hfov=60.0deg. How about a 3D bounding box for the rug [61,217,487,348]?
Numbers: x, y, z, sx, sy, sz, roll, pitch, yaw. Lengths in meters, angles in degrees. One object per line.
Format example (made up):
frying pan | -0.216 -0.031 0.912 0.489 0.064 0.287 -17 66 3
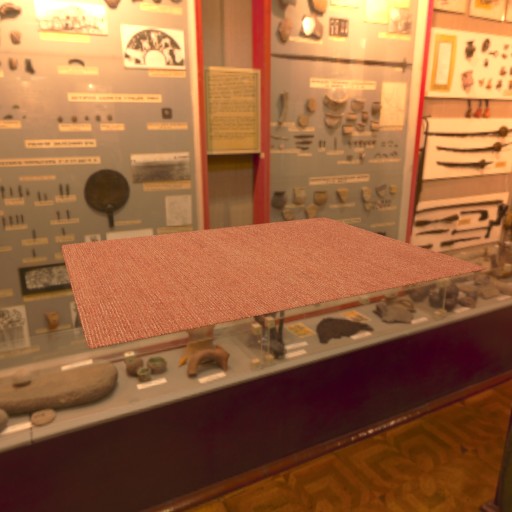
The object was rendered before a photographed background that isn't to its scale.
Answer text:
rug | 0.000 0.000 2.707 2.112 0.009 1.594 -8 18 -25
